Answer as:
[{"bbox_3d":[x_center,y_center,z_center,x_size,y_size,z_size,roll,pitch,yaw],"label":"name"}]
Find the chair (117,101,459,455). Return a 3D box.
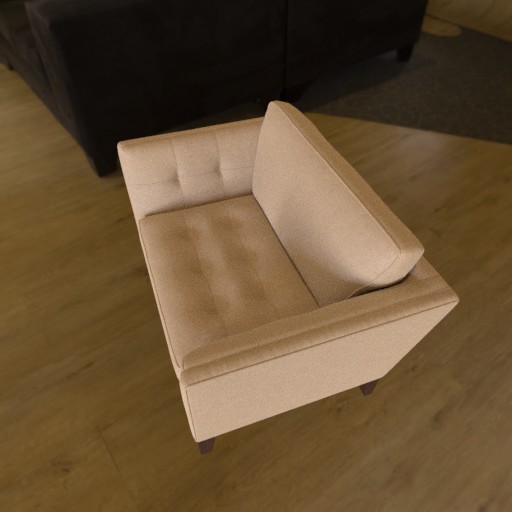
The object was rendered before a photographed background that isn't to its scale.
[{"bbox_3d":[0.000,0.000,2.039,0.965,0.940,1.397,-15,47,-14],"label":"chair"}]
